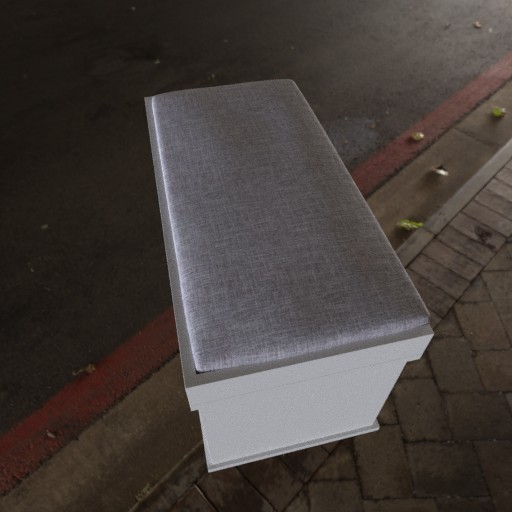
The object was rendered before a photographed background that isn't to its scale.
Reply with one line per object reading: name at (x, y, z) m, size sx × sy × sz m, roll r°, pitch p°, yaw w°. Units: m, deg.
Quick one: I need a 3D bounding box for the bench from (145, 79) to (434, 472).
bench at (0.000, 0.000, 0.982) m, size 0.362 × 0.461 × 0.734 m, roll -10°, pitch 50°, yaw -9°
